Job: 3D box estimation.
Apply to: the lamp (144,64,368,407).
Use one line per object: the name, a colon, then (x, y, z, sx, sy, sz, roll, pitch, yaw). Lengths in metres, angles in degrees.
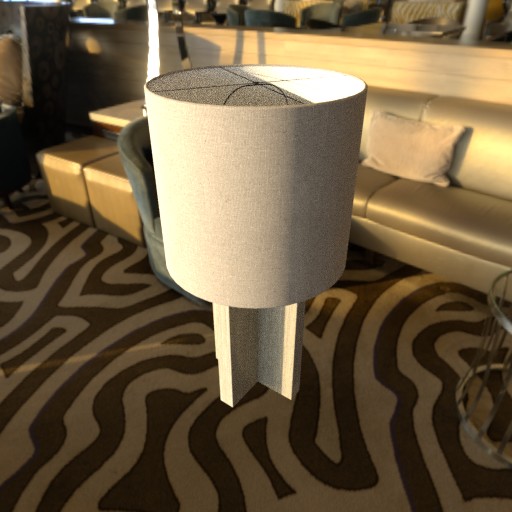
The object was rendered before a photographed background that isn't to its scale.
lamp: (0.000, 0.000, 0.574, 0.229, 0.428, 0.229, 21, 37, 30)
